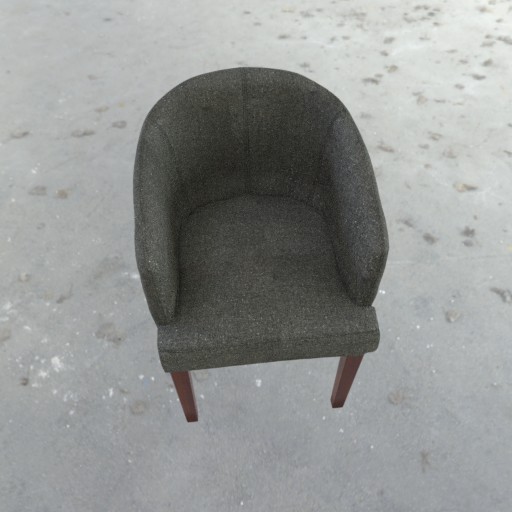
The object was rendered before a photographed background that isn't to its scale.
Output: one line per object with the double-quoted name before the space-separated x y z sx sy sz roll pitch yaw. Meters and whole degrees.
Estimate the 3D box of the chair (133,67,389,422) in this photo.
"chair" 0.000 0.000 1.264 0.583 0.811 0.655 -5 48 -4
